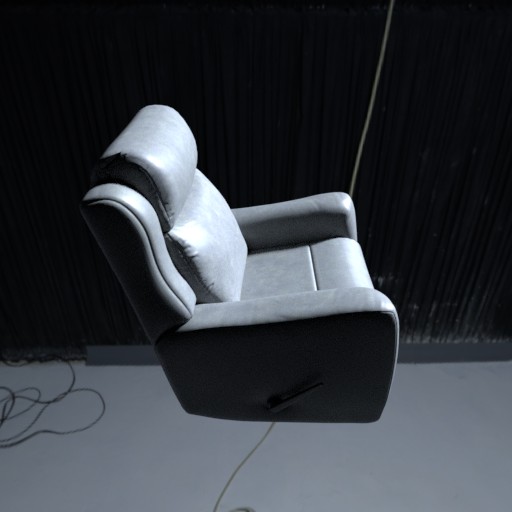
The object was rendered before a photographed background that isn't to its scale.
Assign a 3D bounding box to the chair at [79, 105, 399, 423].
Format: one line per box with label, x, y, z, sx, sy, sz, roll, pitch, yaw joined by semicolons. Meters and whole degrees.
chair;0.000;0.000;1.886;1.068;1.116;0.967;0;32;1
